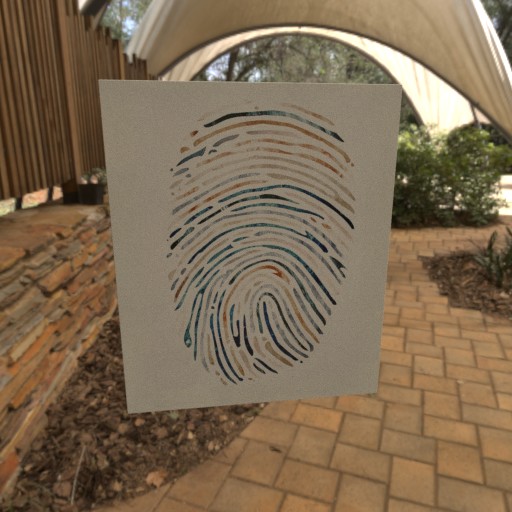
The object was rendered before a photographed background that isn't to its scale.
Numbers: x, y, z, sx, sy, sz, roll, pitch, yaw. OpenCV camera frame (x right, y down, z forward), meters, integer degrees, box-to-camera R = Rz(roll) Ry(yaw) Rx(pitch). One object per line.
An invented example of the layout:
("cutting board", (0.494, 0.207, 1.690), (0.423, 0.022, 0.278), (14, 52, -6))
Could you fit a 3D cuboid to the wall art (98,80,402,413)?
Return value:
("wall art", (0.000, 0.000, 0.830), (0.508, 0.606, 0.037), (-2, 16, -8))
